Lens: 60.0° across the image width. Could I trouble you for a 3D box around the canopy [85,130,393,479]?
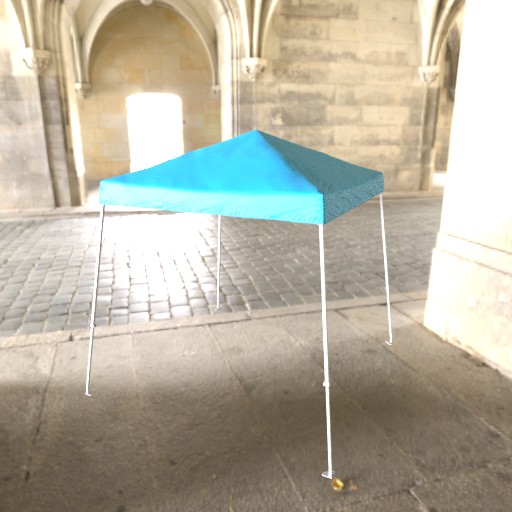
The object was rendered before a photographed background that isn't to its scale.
[{"bbox_3d":[0.000,0.000,5.200,2.848,2.849,2.849,7,17,25],"label":"canopy"}]
